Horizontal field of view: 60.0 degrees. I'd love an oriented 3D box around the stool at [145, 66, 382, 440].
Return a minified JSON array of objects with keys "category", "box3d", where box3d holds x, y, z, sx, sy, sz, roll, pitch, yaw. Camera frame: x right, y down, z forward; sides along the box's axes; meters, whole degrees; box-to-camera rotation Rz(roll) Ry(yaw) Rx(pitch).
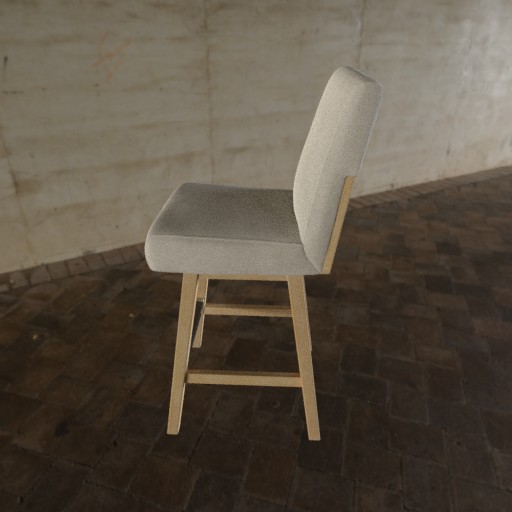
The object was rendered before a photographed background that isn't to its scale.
[{"category":"stool","box3d":[0.000,0.000,1.306,0.543,1.015,0.446,1,27,3]}]
